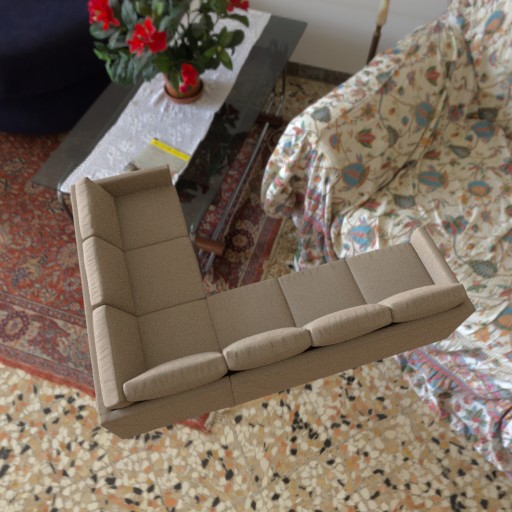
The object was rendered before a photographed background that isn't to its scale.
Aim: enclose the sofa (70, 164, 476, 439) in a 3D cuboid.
[{"bbox_3d":[0.000,0.000,4.316,3.182,0.871,2.432,-15,60,-9],"label":"sofa"}]
